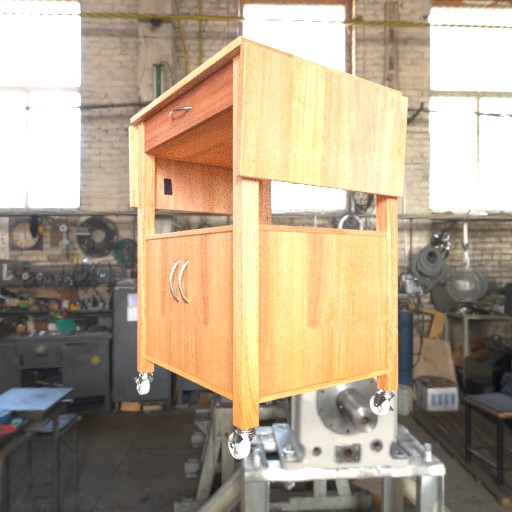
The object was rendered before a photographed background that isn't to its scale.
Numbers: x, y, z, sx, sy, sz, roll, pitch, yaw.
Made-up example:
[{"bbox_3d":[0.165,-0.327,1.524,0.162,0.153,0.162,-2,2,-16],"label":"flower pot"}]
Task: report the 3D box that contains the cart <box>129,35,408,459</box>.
[{"bbox_3d":[0.000,0.000,1.238,0.508,0.838,0.640,0,-1,-35],"label":"cart"}]
